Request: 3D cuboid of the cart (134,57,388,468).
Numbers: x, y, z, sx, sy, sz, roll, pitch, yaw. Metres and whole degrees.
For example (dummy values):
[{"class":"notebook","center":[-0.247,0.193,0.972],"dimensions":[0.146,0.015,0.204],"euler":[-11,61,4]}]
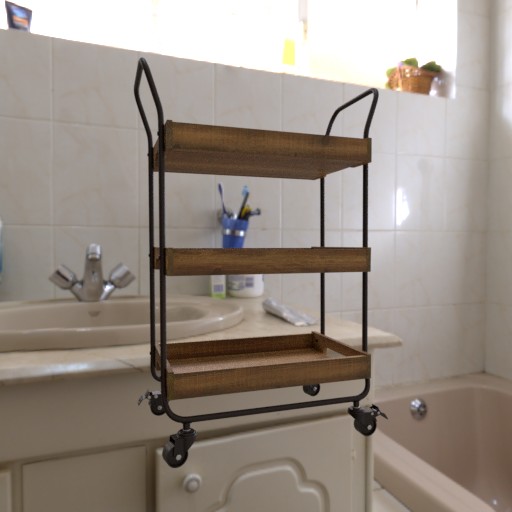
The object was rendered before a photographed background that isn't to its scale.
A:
[{"class":"cart","center":[0.000,0.000,1.124],"dimensions":[0.583,0.857,0.339],"euler":[0,1,-19]}]
